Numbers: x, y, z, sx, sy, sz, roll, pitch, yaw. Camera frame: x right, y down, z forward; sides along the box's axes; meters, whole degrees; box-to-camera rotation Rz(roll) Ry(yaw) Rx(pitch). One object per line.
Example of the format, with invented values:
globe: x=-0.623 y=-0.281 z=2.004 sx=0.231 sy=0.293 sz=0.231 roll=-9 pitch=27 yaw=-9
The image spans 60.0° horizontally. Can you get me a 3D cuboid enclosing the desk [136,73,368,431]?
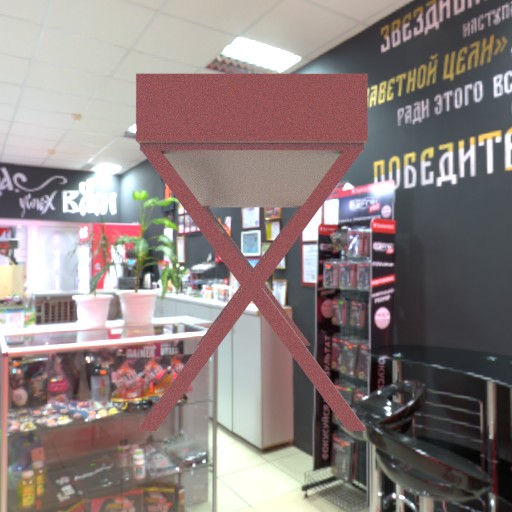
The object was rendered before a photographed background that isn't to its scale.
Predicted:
desk: x=0.000 y=0.000 z=1.488 sx=0.525 sy=0.780 sz=1.057 roll=0 pitch=-1 yaw=0
